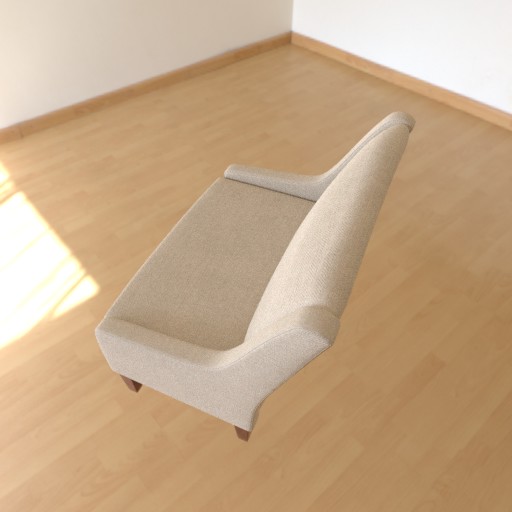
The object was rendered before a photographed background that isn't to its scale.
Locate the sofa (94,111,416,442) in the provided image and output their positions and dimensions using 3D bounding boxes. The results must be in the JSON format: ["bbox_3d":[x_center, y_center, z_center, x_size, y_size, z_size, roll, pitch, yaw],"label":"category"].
[{"bbox_3d":[0.000,0.000,1.941,0.946,0.976,1.212,18,49,16],"label":"sofa"}]
